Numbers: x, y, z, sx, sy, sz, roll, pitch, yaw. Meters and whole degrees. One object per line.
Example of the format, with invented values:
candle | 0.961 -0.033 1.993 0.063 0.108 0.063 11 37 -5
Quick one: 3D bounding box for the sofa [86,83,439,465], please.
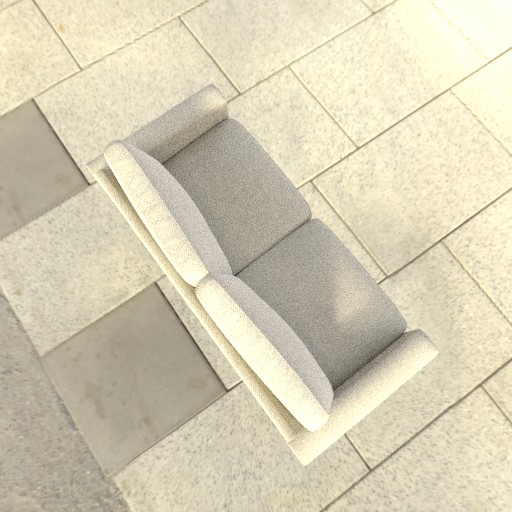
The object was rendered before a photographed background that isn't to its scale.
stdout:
sofa | 0.000 0.000 2.728 1.016 0.873 2.179 -36 78 -9
